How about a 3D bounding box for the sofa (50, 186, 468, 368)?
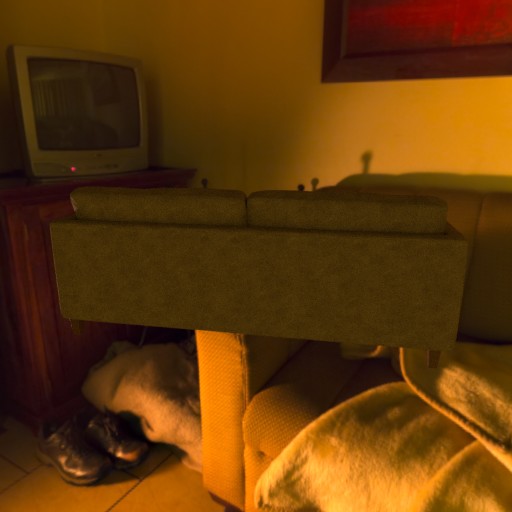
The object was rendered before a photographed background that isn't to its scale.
[{"bbox_3d":[0.000,0.000,2.999,2.434,0.965,0.951,3,16,11],"label":"sofa"}]
